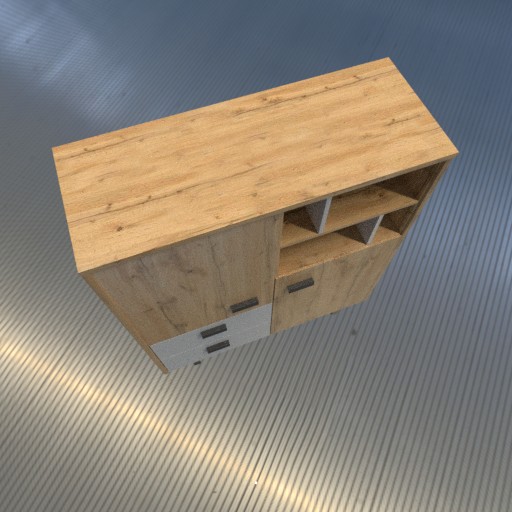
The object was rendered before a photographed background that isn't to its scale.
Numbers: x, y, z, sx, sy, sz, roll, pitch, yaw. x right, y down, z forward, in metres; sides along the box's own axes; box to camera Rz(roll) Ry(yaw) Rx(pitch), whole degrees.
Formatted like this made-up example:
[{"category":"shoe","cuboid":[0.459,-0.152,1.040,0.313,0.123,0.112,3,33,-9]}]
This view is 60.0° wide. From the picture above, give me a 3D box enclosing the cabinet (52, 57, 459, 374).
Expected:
[{"category":"cabinet","cuboid":[0.000,0.000,1.980,1.168,1.397,0.473,-18,64,-9]}]
